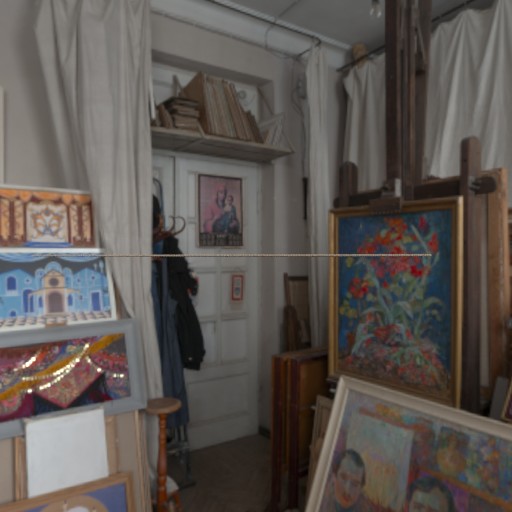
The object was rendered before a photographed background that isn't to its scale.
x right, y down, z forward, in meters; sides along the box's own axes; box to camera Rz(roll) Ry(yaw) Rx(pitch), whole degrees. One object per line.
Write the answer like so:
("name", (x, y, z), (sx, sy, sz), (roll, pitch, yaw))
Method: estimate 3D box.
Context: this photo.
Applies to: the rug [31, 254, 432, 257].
("rug", (0.000, 0.000, 4.244), (3.048, 0.013, 2.439), (0, 0, 18))
